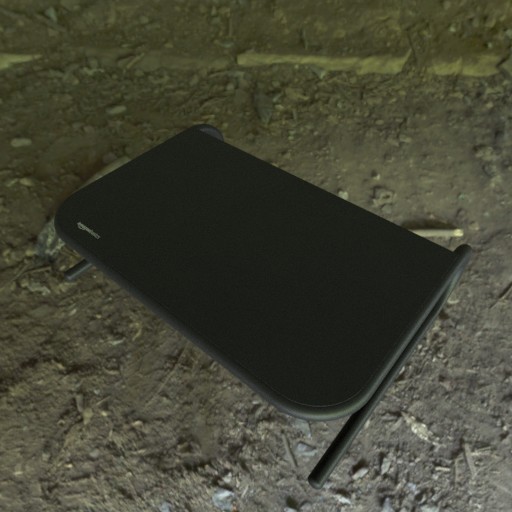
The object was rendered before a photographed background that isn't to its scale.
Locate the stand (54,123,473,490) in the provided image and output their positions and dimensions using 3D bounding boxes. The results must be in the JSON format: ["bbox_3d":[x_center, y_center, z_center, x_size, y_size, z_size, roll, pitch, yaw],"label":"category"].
[{"bbox_3d":[0.000,0.000,0.489,0.370,0.108,0.280,31,54,26],"label":"stand"}]
